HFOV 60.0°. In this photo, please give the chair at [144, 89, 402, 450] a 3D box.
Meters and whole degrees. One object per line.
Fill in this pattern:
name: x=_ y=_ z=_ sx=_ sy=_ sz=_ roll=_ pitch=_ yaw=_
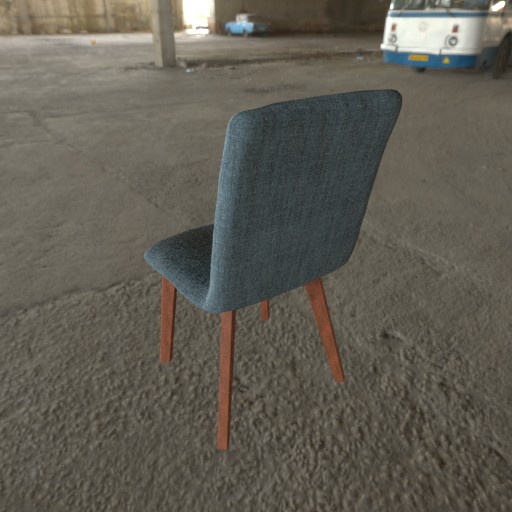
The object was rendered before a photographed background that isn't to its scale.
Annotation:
chair: x=0.000 y=0.000 z=1.322 sx=0.522 sy=0.974 sz=0.563 roll=-18 pitch=34 yaw=-30
